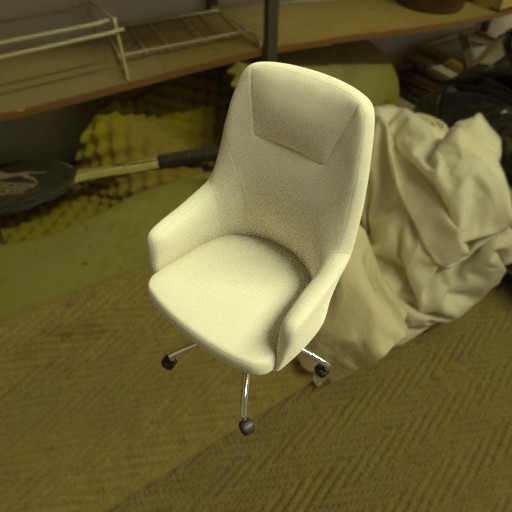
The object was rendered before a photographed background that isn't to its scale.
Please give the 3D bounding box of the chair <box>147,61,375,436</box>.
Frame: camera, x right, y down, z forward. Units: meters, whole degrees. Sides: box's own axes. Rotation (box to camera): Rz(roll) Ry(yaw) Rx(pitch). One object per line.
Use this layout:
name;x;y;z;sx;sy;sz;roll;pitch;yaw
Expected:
chair;0.000;0.000;1.461;0.620;1.049;0.640;31;53;27
